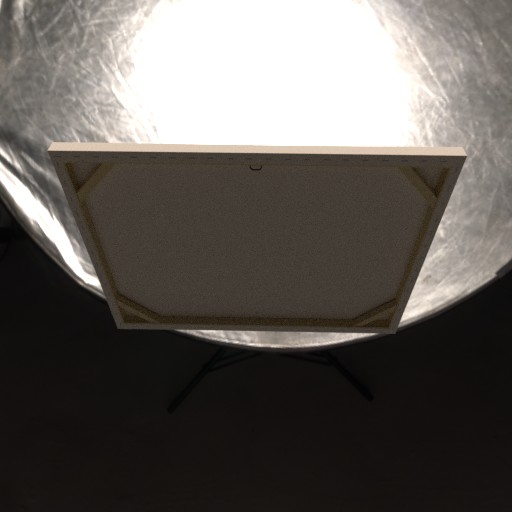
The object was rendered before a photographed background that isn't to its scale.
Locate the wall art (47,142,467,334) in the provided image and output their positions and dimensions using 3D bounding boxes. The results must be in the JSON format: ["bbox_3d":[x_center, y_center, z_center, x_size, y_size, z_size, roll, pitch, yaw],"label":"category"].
[{"bbox_3d":[0.000,0.000,1.361,1.016,0.762,0.038,1,46,1],"label":"wall art"}]
